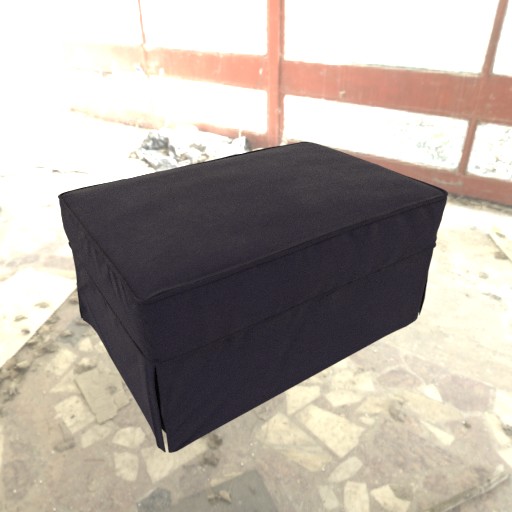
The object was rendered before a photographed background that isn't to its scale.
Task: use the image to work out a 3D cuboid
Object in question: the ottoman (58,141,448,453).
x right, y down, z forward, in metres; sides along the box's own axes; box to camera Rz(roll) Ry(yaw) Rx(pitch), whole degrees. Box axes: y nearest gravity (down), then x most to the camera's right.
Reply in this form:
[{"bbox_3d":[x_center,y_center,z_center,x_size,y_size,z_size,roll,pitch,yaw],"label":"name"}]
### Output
[{"bbox_3d":[0.000,0.000,1.317,0.938,0.503,0.637,-19,36,-29],"label":"ottoman"}]
